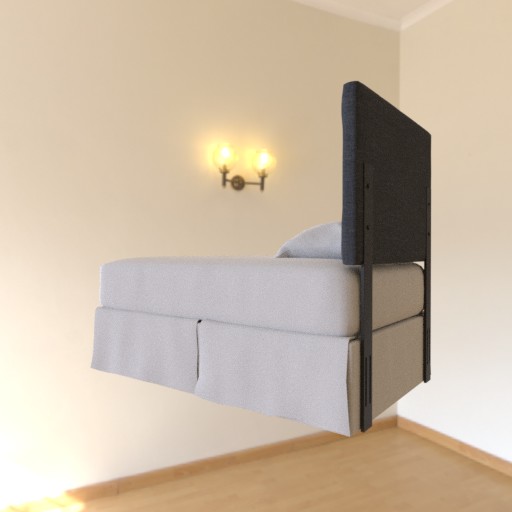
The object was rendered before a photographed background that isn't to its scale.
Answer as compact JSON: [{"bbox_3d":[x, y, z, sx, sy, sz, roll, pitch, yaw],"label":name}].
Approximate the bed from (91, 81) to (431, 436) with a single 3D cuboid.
[{"bbox_3d":[0.000,0.000,2.980,1.997,1.571,1.261,0,1,37],"label":"bed"}]
